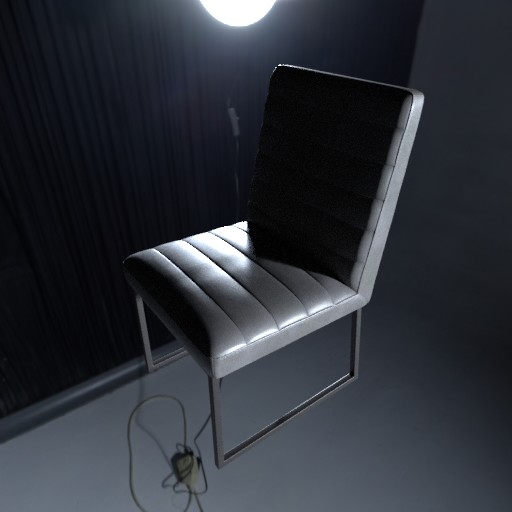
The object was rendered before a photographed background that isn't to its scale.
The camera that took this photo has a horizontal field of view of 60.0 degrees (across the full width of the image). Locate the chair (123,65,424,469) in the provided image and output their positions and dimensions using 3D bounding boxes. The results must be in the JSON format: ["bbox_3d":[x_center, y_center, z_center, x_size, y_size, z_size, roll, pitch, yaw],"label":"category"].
[{"bbox_3d":[0.000,0.000,1.280,0.634,0.930,0.520,-21,37,-31],"label":"chair"}]
